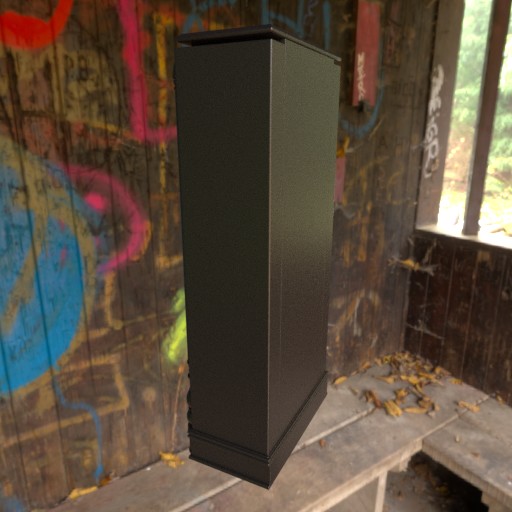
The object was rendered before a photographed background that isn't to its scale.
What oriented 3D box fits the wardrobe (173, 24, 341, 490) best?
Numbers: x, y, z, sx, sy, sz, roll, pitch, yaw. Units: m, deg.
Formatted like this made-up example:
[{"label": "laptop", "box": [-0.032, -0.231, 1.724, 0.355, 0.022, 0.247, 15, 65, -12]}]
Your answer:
[{"label": "wardrobe", "box": [0.000, 0.000, 1.171, 0.295, 1.011, 0.444, 8, 18, 26]}]
